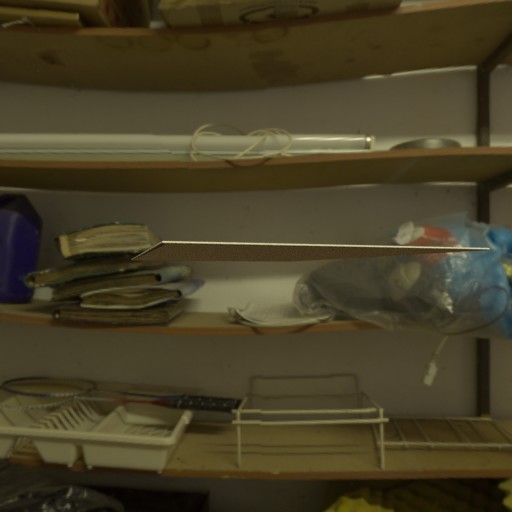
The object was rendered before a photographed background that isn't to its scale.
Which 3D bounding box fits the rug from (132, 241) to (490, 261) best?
[{"bbox_3d":[0.000,0.000,3.014,1.524,0.012,2.438,1,-2,-18],"label":"rug"}]
